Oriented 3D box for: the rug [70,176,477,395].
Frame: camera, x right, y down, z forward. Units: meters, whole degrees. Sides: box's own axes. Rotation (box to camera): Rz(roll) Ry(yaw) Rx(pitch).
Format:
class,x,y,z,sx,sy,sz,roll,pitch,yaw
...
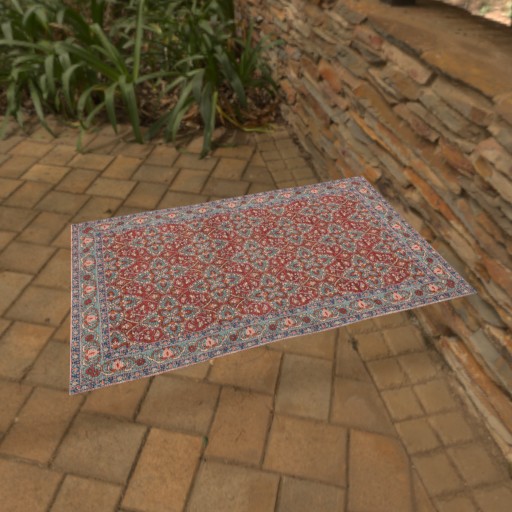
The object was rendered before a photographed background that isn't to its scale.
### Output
class,x,y,z,sx,sy,sz,roll,pitch,yaw
rug,0.000,0.000,3.061,2.439,0.011,1.533,-11,41,-13
